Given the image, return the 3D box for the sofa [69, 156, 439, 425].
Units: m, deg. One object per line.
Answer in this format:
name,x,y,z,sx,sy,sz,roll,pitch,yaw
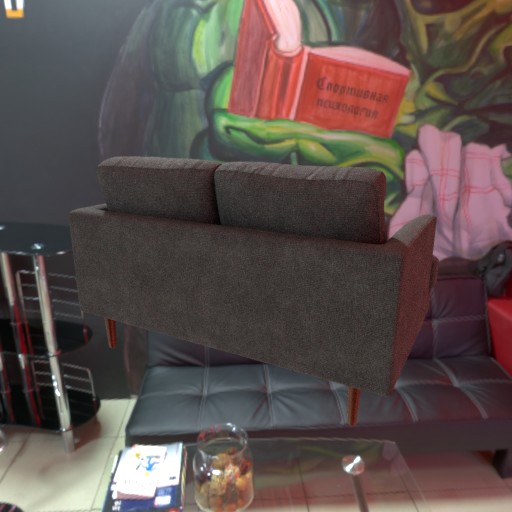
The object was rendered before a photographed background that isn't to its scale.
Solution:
sofa,0.000,0.000,2.168,1.582,0.956,0.903,9,19,28
